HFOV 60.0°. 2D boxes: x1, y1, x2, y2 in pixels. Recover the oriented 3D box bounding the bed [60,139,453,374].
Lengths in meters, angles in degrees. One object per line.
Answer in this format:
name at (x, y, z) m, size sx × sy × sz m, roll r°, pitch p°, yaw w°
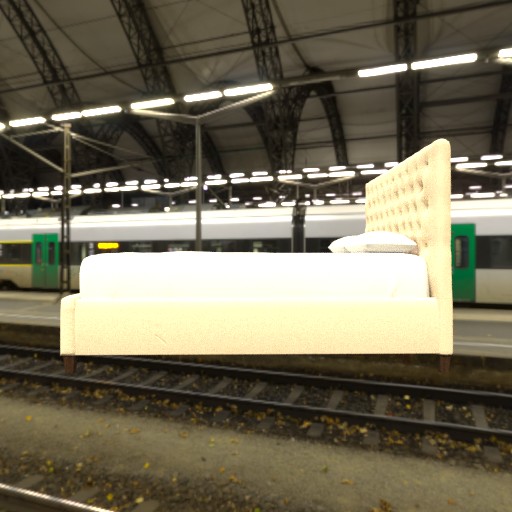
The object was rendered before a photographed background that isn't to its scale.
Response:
bed at (0.000, 0.000, 3.507) m, size 2.387 × 1.427 × 1.698 m, roll 0°, pitch 0°, yaw -1°
